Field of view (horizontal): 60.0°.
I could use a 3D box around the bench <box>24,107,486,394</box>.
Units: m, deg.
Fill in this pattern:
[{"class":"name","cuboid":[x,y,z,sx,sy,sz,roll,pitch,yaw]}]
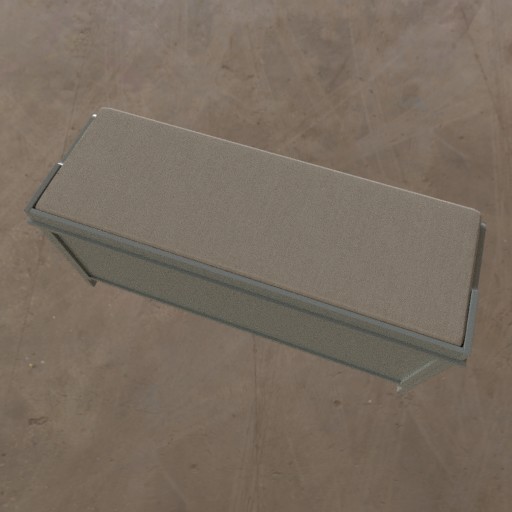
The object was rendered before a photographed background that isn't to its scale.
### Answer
[{"class":"bench","cuboid":[0.000,0.000,1.345,1.140,0.501,0.398,18,65,8]}]
